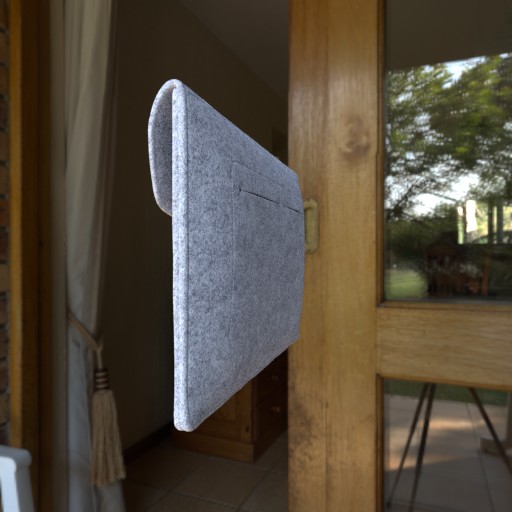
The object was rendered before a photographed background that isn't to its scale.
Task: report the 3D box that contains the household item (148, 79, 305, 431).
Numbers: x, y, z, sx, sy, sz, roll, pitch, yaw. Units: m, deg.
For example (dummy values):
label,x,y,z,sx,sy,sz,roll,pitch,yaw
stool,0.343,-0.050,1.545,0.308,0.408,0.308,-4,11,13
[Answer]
label,x,y,z,sx,sy,sz,roll,pitch,yaw
household item,0.000,0.000,0.433,0.057,0.221,0.335,0,0,18
